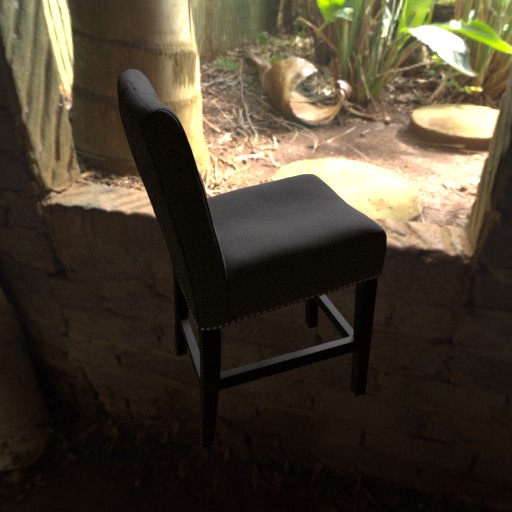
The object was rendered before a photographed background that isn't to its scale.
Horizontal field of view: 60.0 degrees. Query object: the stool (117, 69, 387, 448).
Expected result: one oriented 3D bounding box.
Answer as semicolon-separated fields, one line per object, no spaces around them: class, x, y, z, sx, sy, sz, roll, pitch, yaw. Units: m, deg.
stool;0.000;0.000;1.163;0.571;0.885;0.427;-11;33;-17
